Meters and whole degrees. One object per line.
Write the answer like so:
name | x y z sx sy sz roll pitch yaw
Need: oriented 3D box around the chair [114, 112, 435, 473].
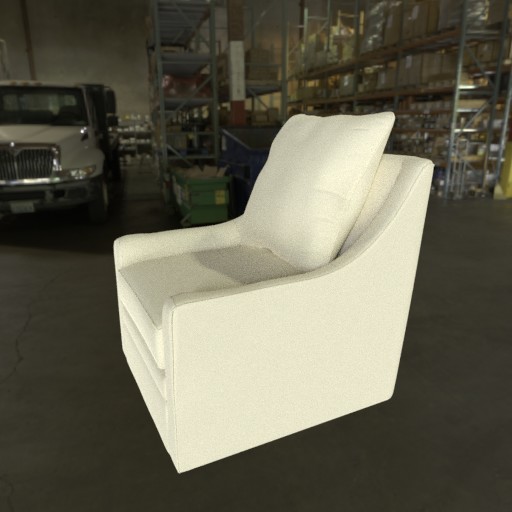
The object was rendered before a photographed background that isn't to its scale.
chair | 0.000 0.000 1.560 0.876 0.965 0.756 -8 19 -26
